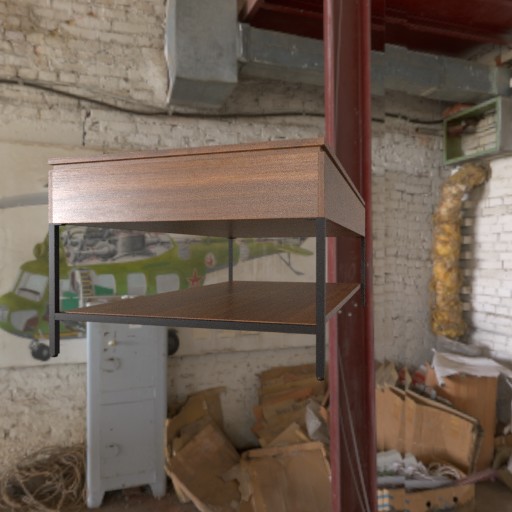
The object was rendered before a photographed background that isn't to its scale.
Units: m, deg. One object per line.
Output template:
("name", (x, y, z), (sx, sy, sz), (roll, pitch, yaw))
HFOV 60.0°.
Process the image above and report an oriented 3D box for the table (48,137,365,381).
("table", (0.000, 0.000, 1.340), (0.574, 0.414, 1.057), (0, 1, 17))
